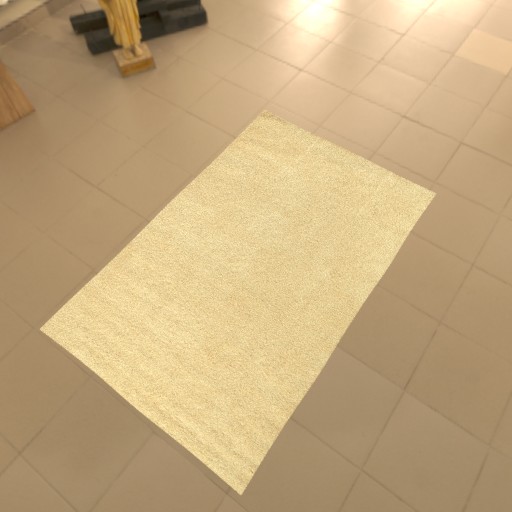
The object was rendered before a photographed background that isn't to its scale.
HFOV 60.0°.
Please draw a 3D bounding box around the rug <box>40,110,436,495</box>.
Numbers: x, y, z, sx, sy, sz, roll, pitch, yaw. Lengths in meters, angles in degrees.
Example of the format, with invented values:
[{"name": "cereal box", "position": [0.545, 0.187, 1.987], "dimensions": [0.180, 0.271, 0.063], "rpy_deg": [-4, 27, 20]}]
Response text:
[{"name": "rug", "position": [0.000, 0.000, 2.922], "dimensions": [1.500, 0.025, 2.346], "rpy_deg": [32, 64, 17]}]
